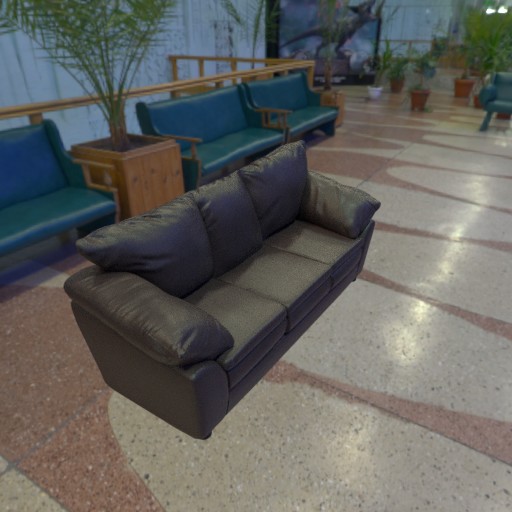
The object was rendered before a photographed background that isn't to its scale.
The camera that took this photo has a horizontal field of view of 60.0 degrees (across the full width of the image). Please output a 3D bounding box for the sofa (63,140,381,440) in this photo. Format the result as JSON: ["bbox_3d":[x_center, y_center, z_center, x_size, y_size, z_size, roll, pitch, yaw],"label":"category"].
[{"bbox_3d":[0.000,0.000,2.972,0.907,1.091,2.390,17,32,30],"label":"sofa"}]
